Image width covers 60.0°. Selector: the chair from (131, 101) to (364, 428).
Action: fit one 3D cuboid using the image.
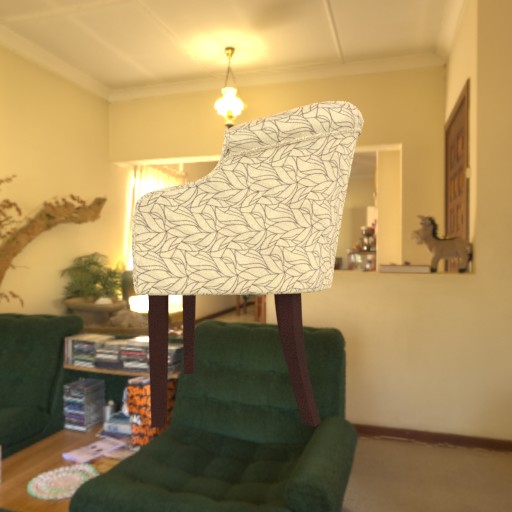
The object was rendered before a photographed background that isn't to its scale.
[{"bbox_3d":[0.000,0.000,1.368,0.613,0.858,0.686,0,1,0],"label":"chair"}]
